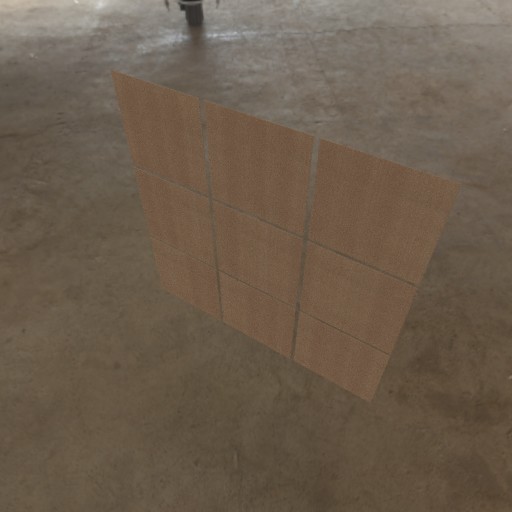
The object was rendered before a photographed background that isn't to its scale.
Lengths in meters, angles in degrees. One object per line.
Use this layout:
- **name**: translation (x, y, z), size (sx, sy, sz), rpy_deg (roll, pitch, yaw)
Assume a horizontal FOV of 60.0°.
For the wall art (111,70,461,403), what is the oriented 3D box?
- **wall art**: translation (0.000, 0.000, 2.203), size (1.517, 1.505, 0.002), rpy_deg (25, 51, 22)
